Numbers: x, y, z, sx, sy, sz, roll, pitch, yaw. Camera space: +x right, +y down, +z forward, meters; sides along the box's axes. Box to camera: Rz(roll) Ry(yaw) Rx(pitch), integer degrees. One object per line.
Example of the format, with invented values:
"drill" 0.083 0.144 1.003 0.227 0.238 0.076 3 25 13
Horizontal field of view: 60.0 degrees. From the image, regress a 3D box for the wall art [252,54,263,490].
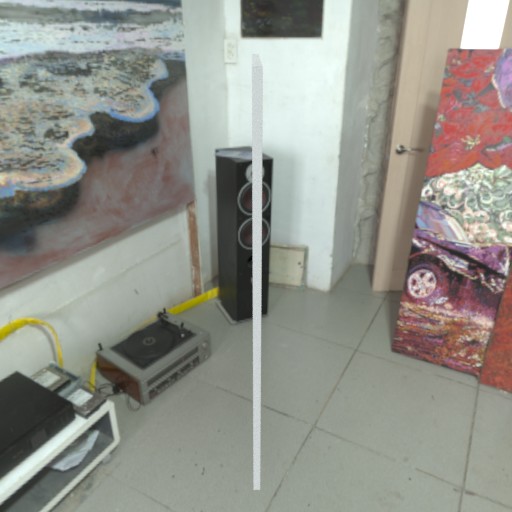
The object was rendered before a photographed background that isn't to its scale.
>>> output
"wall art" 0.000 0.000 0.808 0.011 0.659 0.454 0 26 0
